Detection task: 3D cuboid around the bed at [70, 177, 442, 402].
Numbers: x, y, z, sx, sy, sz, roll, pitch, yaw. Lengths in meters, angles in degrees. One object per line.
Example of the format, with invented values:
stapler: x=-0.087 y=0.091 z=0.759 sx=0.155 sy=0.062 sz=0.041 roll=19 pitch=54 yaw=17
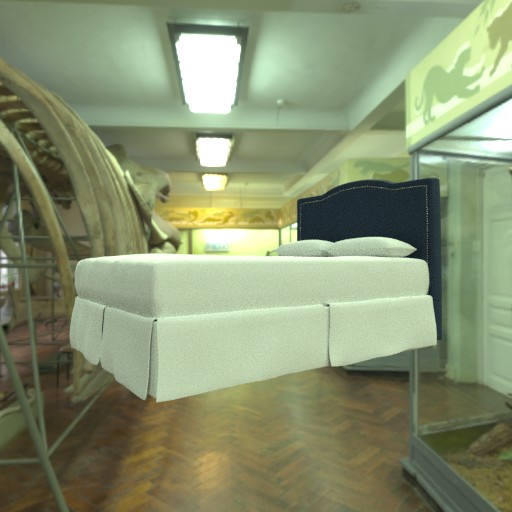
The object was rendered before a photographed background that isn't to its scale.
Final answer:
bed: x=0.000 y=0.000 z=3.535 sx=2.507 sy=1.441 sz=1.741 roll=0 pitch=0 yaw=-35
